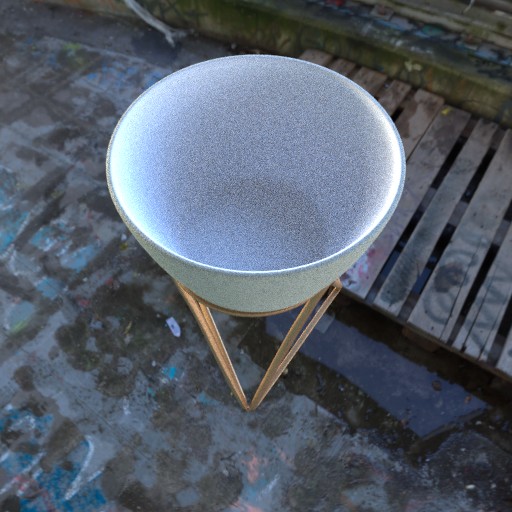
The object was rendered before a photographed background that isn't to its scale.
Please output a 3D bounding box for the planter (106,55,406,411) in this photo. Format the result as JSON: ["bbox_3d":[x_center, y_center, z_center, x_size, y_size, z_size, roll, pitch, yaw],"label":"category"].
[{"bbox_3d":[0.000,0.000,0.739,0.350,0.504,0.350,32,64,17],"label":"planter"}]
